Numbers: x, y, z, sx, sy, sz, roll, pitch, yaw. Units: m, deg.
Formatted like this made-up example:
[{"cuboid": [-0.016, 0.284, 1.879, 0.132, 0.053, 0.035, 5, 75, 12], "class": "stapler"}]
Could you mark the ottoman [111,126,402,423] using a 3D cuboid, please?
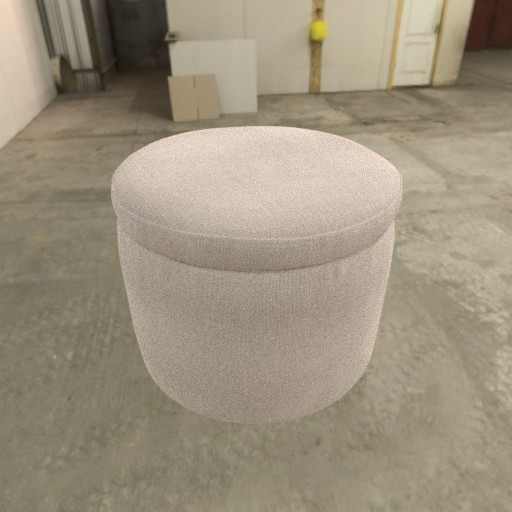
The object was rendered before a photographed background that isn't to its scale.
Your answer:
[{"cuboid": [0.000, 0.000, 0.859, 0.497, 0.409, 0.497, 0, 32, 0], "class": "ottoman"}]
